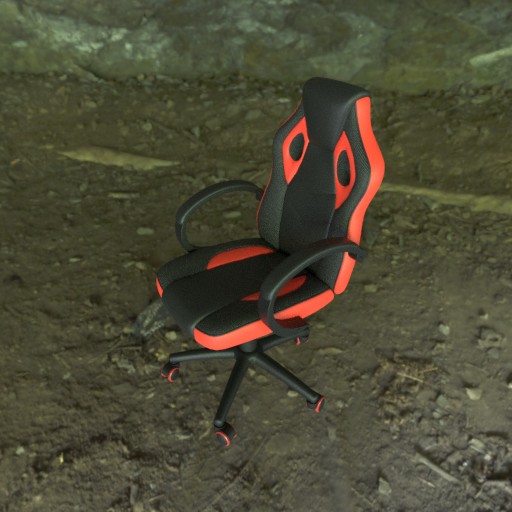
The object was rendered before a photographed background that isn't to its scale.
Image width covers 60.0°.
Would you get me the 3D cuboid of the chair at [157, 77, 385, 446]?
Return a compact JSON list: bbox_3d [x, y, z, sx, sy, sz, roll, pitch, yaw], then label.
[{"bbox_3d":[0.000,0.000,1.427,0.642,1.016,0.600,-21,38,-29],"label":"chair"}]
